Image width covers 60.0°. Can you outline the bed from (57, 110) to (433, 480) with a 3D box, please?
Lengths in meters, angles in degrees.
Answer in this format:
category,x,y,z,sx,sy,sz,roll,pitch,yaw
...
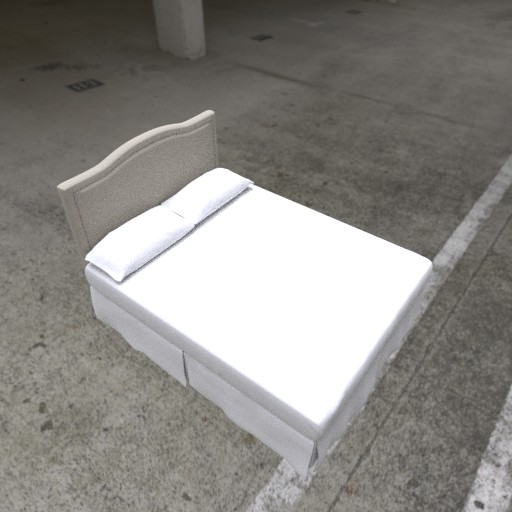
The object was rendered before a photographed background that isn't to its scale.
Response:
category,x,y,z,sx,sy,sz,roll,pitch,yaw
bed,0.000,0.000,3.663,2.477,1.437,1.977,27,49,27
